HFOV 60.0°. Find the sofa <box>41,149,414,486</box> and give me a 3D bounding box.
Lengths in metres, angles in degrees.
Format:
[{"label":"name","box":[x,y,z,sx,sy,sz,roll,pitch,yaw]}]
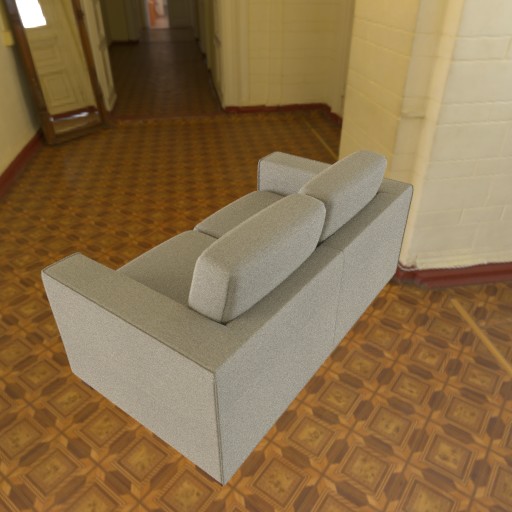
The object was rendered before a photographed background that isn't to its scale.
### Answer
[{"label":"sofa","box":[0.000,0.000,2.367,1.007,0.924,1.812,22,39,30]}]
